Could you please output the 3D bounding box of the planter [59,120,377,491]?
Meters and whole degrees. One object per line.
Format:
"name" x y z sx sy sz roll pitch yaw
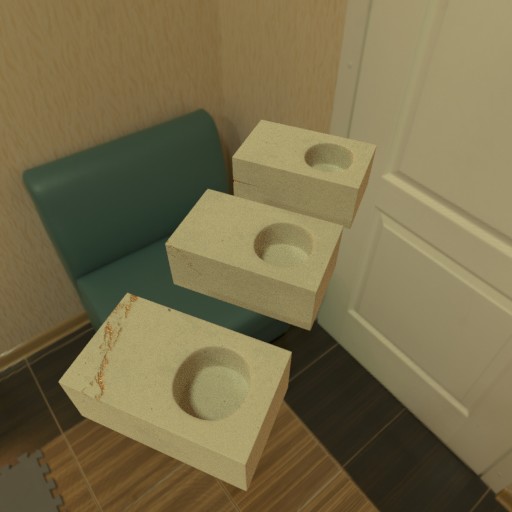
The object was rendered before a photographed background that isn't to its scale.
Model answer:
"planter" 0.000 0.000 0.381 0.127 0.051 0.333 17 50 15
